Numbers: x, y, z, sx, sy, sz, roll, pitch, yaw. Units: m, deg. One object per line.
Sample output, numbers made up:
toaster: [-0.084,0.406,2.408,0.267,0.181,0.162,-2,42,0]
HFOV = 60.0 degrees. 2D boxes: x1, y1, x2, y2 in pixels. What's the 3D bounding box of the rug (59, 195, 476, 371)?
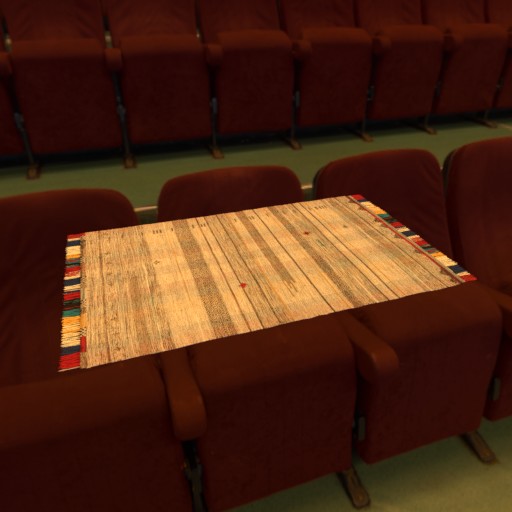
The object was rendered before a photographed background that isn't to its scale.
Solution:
rug: [0.000,0.000,3.010,2.465,0.012,1.465,-10,32,-16]
